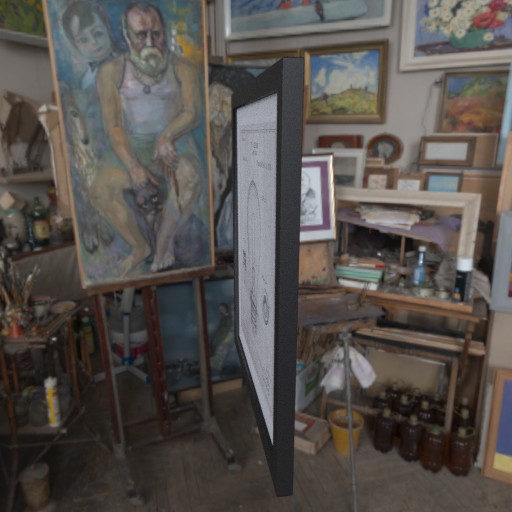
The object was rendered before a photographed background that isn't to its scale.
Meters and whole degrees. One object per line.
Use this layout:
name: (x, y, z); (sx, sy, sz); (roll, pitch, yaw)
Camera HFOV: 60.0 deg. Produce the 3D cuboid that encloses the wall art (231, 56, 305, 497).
wall art: (0.000, 0.000, 0.692); (0.021, 0.509, 0.430); (-3, 16, -9)
